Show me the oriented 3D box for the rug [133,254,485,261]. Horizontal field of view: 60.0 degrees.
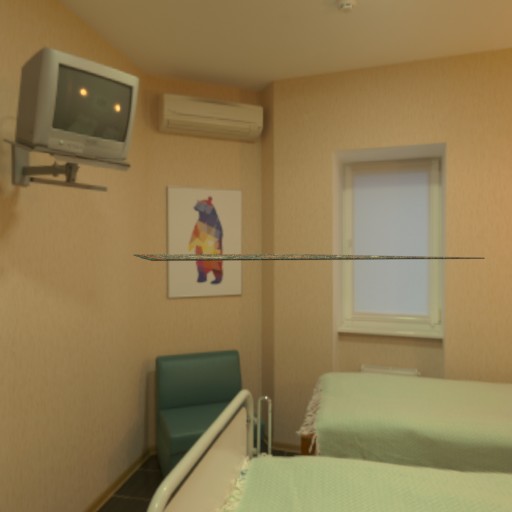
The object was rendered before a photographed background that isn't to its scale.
[{"bbox_3d":[0.000,0.000,4.223,2.190,0.008,3.371,0,1,-17],"label":"rug"}]
